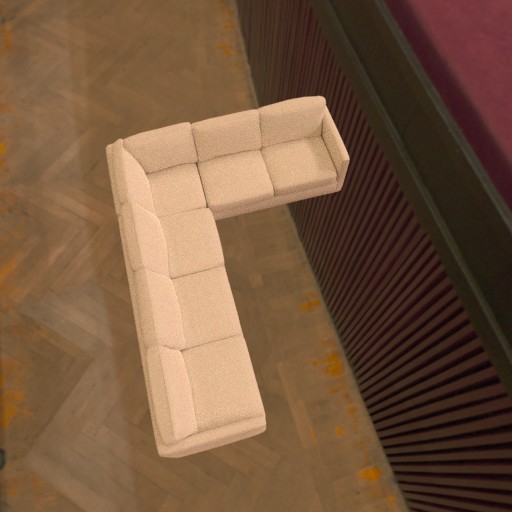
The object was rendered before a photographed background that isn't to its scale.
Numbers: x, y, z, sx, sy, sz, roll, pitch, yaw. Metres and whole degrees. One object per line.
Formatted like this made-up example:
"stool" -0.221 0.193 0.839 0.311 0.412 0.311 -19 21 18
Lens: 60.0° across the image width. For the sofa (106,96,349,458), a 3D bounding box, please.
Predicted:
"sofa" 0.000 0.000 4.587 2.593 0.947 3.302 -14 66 -7
